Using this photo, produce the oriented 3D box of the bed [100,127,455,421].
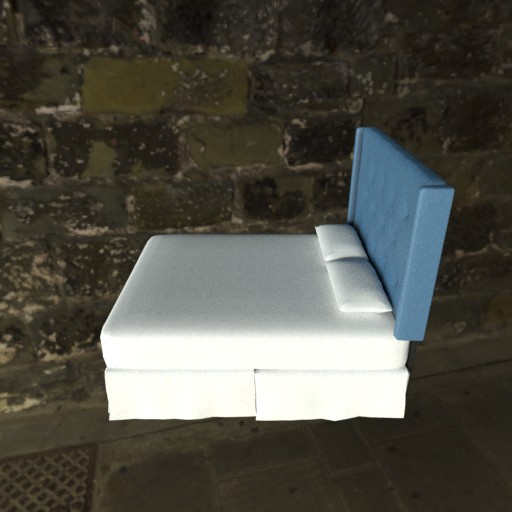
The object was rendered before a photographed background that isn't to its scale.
[{"bbox_3d":[0.000,0.000,3.406,2.078,1.665,1.719,0,27,0],"label":"bed"}]
